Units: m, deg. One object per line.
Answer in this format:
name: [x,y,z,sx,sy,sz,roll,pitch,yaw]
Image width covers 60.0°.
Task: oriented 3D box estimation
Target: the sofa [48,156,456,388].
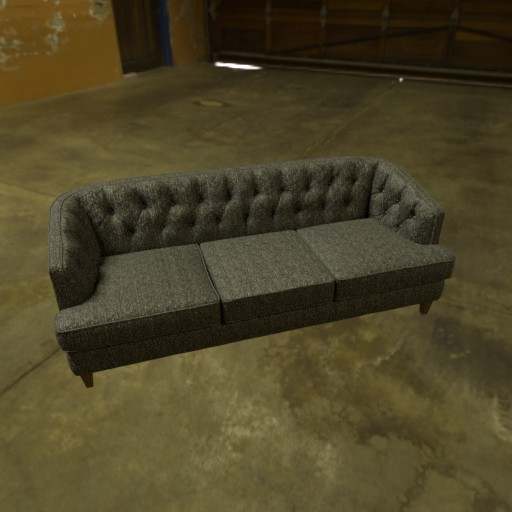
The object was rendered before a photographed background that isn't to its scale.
sofa: [0.000,0.000,2.744,2.278,0.855,0.941,-9,32,-15]
